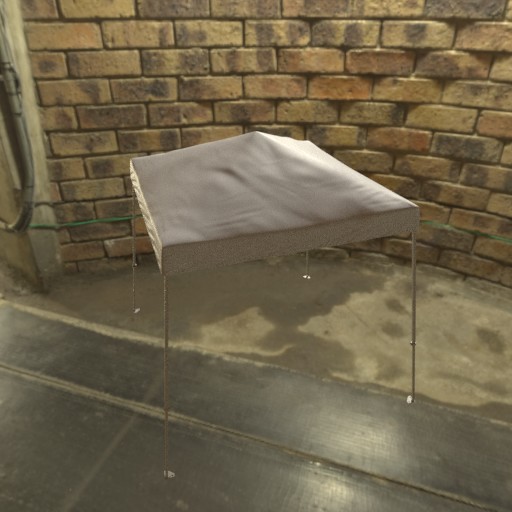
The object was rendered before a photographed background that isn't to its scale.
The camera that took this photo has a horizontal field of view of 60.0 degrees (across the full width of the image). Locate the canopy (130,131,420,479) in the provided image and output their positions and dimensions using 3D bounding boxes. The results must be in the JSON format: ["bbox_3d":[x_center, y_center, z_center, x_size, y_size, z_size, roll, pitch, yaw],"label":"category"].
[{"bbox_3d":[0.000,0.000,6.454,3.599,3.600,3.600,-10,31,-17],"label":"canopy"}]
